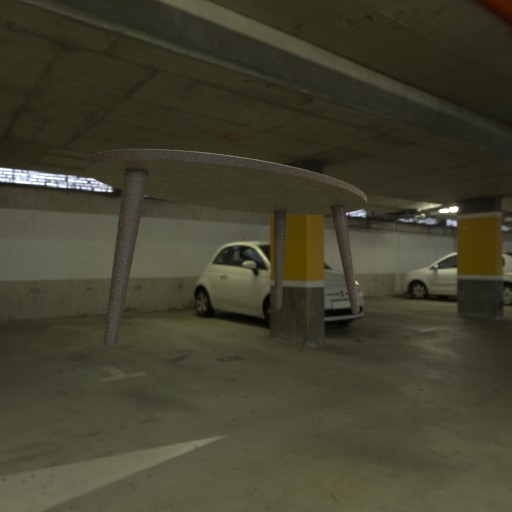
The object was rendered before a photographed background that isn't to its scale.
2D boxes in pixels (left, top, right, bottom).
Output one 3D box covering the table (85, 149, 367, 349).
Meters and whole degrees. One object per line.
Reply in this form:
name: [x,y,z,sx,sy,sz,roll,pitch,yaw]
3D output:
table: [0.000,0.000,1.313,0.542,0.390,1.083,-1,-1,35]
